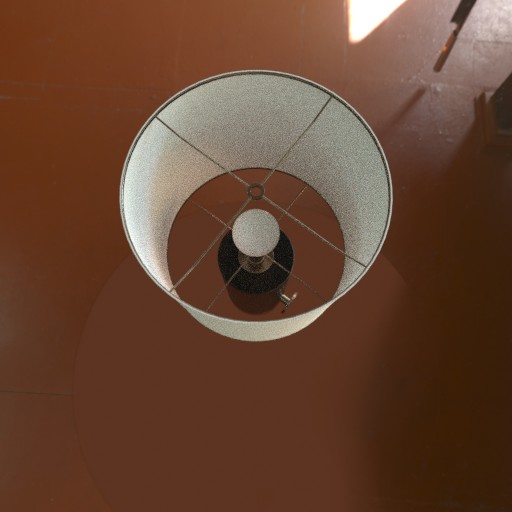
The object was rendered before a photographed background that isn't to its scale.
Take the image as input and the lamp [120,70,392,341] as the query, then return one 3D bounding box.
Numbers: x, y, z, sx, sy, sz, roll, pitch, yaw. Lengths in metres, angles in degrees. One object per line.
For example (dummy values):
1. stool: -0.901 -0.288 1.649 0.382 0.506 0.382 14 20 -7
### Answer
1. lamp: 0.000 0.000 0.625 0.240 0.482 0.241 37 78 9
